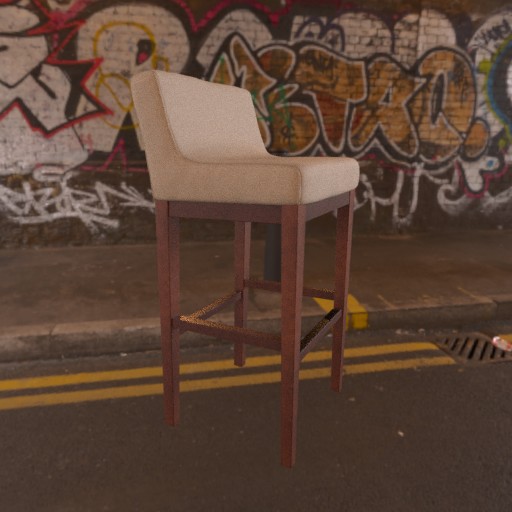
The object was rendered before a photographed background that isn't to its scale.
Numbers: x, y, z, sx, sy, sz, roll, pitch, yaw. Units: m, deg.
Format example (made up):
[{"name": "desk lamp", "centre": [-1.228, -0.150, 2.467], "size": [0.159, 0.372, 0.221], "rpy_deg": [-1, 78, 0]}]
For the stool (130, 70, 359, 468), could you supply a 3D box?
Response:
[{"name": "stool", "centre": [0.000, 0.000, 1.363], "size": [0.500, 1.037, 0.511], "rpy_deg": [7, 16, 27]}]
